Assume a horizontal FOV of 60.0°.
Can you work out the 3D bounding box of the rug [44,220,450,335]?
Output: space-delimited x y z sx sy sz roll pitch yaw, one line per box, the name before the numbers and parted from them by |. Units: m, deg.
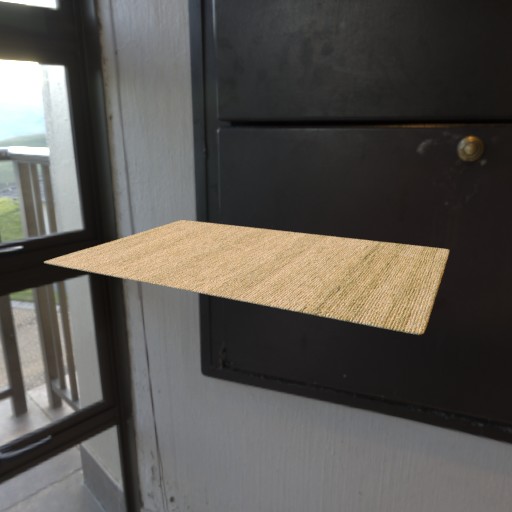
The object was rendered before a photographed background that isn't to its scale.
rug | 0.000 0.000 2.267 1.758 0.010 1.143 8 18 26
